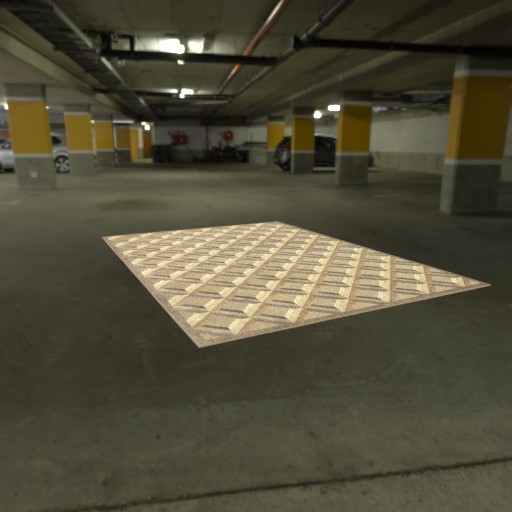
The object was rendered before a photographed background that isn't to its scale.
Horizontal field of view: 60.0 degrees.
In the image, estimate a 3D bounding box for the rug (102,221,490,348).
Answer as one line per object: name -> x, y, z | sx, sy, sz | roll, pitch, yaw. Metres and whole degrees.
rug -> 0.000, 0.000, 4.304 | 2.382, 0.018, 3.294 | -7, 16, -26
